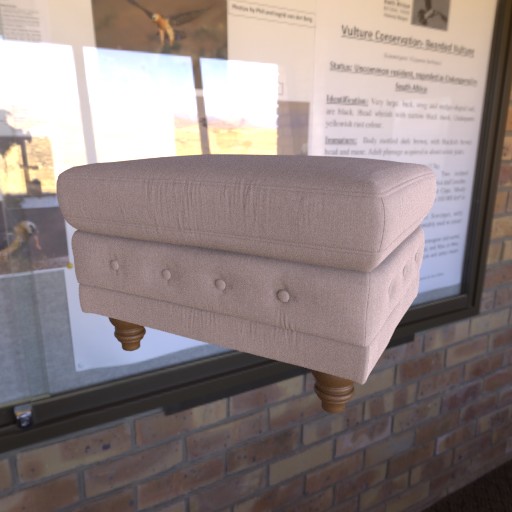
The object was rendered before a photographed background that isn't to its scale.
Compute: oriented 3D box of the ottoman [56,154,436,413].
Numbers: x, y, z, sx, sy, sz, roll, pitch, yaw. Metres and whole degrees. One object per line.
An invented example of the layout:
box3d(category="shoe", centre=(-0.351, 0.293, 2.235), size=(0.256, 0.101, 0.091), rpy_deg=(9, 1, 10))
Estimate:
box3d(category="ottoman", centre=(0.000, 0.000, 1.131), size=(0.771, 0.500, 0.569), rpy_deg=(8, 17, 28))
